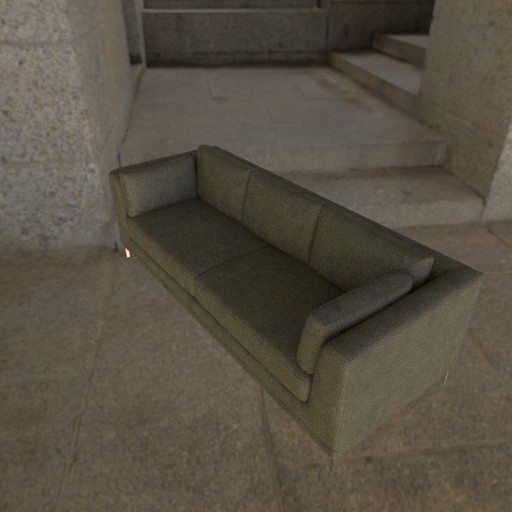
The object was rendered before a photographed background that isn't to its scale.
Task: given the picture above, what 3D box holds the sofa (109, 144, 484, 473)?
[{"bbox_3d":[0.000,0.000,2.878,0.969,0.867,2.415,-22,38,-31],"label":"sofa"}]
